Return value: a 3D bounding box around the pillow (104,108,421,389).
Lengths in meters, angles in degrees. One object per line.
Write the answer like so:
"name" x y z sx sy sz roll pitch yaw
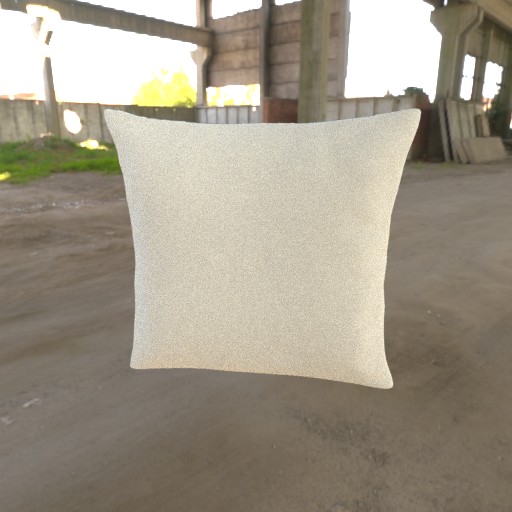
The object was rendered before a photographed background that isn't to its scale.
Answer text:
"pillow" 0.000 0.000 0.804 0.525 0.508 0.166 2 17 8
